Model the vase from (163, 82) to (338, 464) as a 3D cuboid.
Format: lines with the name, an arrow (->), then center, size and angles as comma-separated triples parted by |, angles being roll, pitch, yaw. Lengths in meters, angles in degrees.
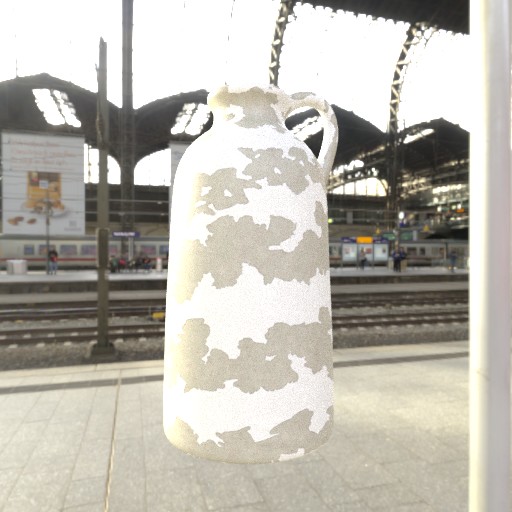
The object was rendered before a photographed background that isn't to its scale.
vase -> 0.000, 0.000, 0.495 | 0.203, 0.382, 0.186 | 0, 0, -18
